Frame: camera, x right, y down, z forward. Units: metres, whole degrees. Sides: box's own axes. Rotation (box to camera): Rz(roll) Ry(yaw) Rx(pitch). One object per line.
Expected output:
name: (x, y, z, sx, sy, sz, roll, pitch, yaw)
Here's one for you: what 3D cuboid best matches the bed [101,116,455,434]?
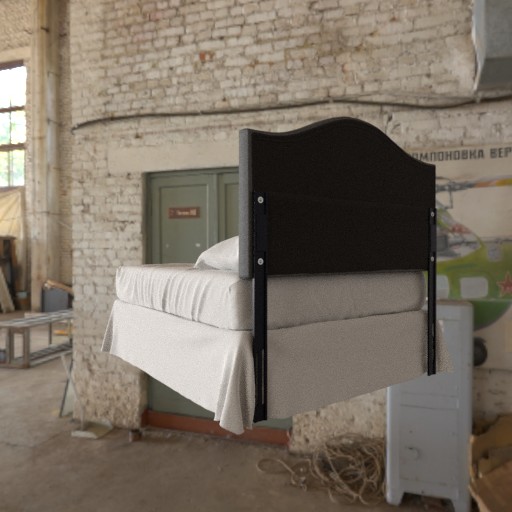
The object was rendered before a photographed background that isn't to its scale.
bed: (0.000, 0.000, 3.452, 1.876, 1.645, 2.221, 0, 1, -35)
